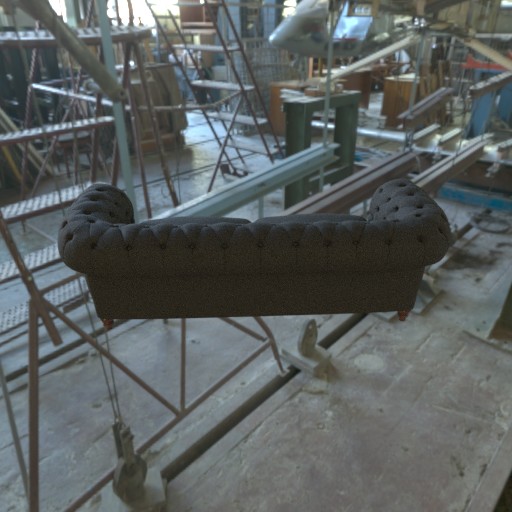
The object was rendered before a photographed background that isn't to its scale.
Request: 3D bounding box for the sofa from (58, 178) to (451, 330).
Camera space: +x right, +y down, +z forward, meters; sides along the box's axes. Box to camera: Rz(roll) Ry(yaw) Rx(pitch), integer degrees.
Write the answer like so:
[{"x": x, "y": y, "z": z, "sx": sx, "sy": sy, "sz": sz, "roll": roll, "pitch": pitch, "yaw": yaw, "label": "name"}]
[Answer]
[{"x": 0.000, "y": 0.000, "z": 2.852, "sx": 2.362, "sy": 0.762, "sz": 0.991, "roll": -1, "pitch": 28, "yaw": -2, "label": "sofa"}]
